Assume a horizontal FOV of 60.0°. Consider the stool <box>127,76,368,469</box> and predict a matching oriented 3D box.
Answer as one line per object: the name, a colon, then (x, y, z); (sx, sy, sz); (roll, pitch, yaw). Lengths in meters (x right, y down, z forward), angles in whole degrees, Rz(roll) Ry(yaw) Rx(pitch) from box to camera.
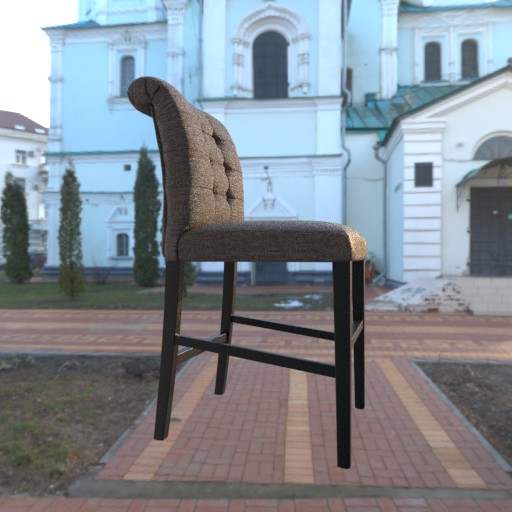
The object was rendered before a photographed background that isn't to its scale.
stool: (0.000, 0.000, 1.303); (0.611, 0.970, 0.457); (0, 0, 18)
